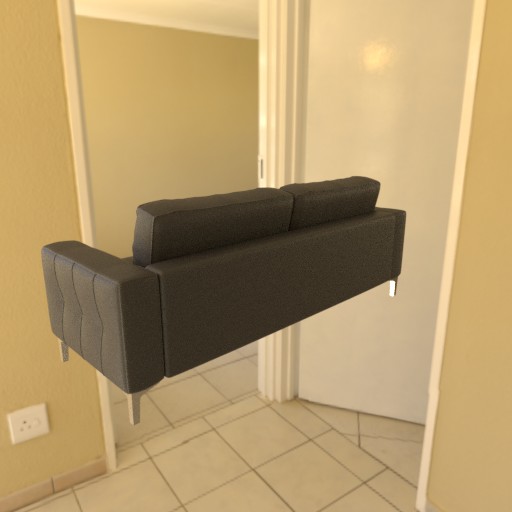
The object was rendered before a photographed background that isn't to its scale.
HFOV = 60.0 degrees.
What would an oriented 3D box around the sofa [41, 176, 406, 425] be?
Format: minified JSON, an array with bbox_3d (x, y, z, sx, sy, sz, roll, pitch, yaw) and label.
[{"bbox_3d":[0.000,0.000,2.745,2.275,0.893,0.833,-15,22,-42],"label":"sofa"}]
